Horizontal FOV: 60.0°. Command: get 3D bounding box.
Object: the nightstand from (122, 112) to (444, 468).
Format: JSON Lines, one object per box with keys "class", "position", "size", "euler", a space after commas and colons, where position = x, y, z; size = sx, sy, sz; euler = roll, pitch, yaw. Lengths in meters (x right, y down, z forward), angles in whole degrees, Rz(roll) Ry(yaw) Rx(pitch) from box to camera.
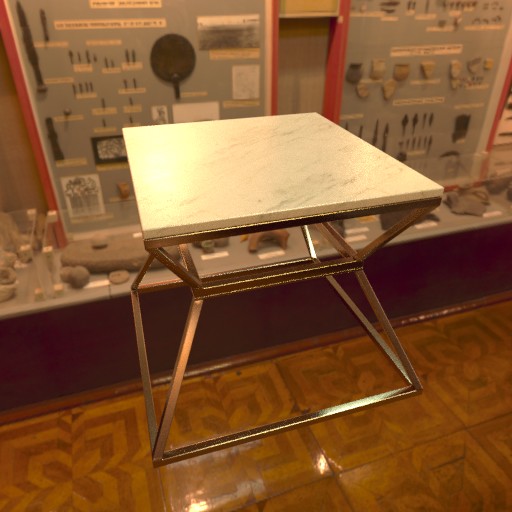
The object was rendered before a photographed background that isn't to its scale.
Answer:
{"class": "nightstand", "position": [0.000, 0.000, 0.891], "size": [0.514, 0.426, 0.513], "euler": [-9, 33, -15]}
